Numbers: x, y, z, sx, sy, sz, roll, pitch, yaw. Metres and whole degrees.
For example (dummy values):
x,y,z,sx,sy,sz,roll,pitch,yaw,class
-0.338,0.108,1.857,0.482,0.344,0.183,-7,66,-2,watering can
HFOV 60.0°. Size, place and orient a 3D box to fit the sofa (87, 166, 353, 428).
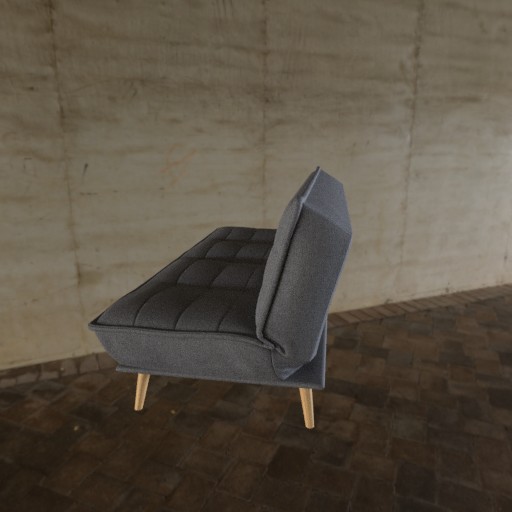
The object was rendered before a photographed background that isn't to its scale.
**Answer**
x,y,z,sx,sy,sz,roll,pitch,yaw,class
0.000,0.000,2.452,0.950,0.890,1.940,2,15,9,sofa
